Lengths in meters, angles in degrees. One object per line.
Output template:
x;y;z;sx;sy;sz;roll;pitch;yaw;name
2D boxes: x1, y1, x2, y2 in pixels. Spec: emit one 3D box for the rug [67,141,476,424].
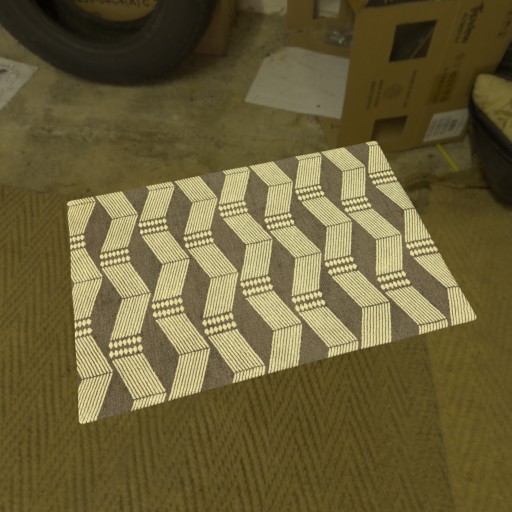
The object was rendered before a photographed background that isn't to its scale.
0.000;0.000;2.262;1.833;0.016;1.210;-13;59;-8;rug
